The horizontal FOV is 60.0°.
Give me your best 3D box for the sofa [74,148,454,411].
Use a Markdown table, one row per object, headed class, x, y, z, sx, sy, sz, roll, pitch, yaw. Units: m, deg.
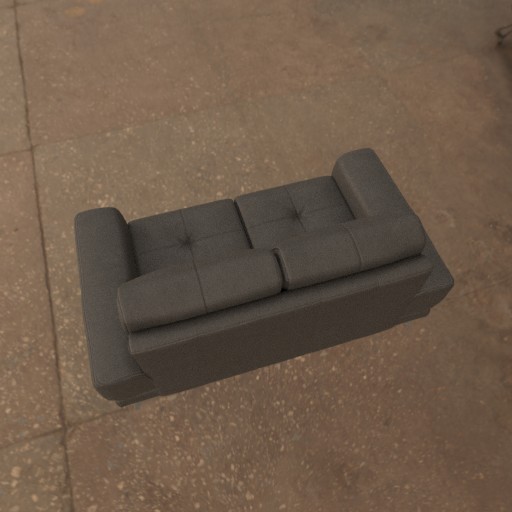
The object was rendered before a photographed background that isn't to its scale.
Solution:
| class | x | y | z | sx | sy | sz | roll | pitch | yaw |
| --- | --- | --- | --- | --- | --- | --- | --- | --- | --- |
| sofa | 0.000 | 0.000 | 2.359 | 1.806 | 0.907 | 1.018 | -14 | 58 | -9 |
